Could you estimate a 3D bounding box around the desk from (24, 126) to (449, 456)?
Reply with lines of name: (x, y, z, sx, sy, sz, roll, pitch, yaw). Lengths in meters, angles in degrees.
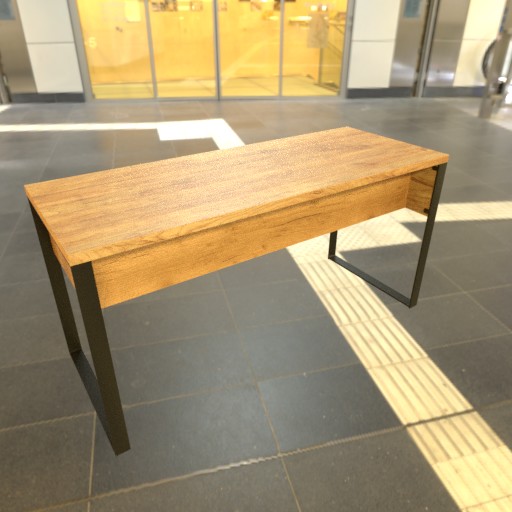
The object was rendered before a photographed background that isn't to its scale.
desk: (0.000, 0.000, 1.862, 1.520, 0.760, 0.600, -18, 34, -29)
